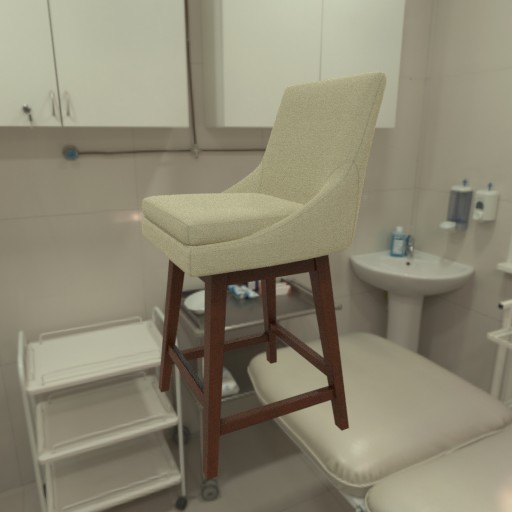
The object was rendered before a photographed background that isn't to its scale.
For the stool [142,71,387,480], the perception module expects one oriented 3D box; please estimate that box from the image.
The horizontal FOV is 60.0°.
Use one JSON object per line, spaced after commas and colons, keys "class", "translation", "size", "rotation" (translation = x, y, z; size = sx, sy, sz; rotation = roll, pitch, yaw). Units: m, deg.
{"class": "stool", "translation": [0.000, 0.000, 1.296], "size": [0.559, 0.991, 0.469], "rotation": [-8, 18, -26]}
